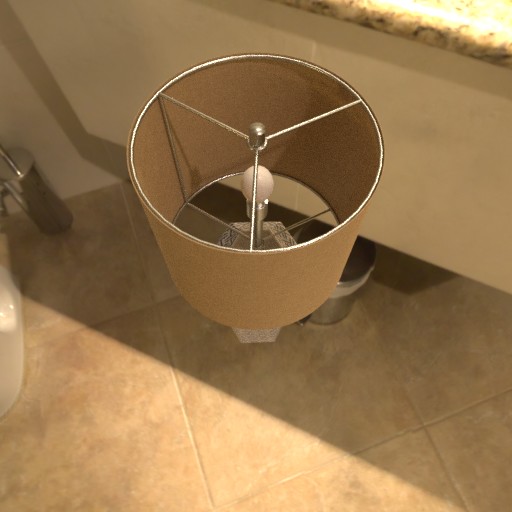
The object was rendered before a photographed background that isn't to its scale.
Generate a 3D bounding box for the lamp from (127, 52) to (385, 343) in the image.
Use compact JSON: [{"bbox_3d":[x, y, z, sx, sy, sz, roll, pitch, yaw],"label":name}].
[{"bbox_3d":[0.000,0.000,0.838,0.320,0.682,0.320,30,67,14],"label":"lamp"}]
